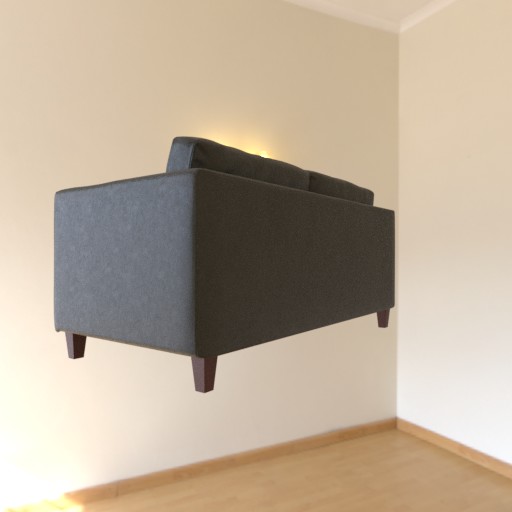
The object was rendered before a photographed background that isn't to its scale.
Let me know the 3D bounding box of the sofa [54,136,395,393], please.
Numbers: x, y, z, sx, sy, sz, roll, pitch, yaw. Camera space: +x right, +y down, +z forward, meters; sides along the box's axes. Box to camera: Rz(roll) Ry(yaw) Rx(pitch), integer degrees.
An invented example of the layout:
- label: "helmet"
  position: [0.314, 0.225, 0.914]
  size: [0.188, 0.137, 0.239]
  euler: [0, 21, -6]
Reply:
- label: "sofa"
  position: [0.000, 0.000, 2.471]
  size: [0.951, 0.933, 1.883]
  euler: [0, 0, 37]
